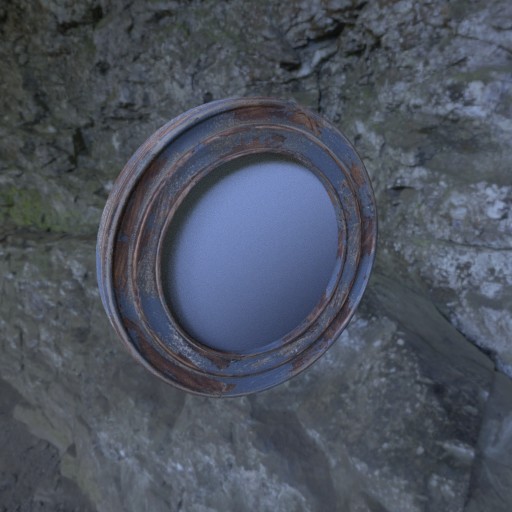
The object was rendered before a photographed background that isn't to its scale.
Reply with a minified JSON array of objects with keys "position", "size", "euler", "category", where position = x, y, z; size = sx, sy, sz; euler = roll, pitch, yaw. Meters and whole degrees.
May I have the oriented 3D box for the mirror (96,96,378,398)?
[{"position":[0.000,0.000,0.864],"size":[0.585,0.585,0.061],"euler":[-9,19,-27],"category":"mirror"}]
